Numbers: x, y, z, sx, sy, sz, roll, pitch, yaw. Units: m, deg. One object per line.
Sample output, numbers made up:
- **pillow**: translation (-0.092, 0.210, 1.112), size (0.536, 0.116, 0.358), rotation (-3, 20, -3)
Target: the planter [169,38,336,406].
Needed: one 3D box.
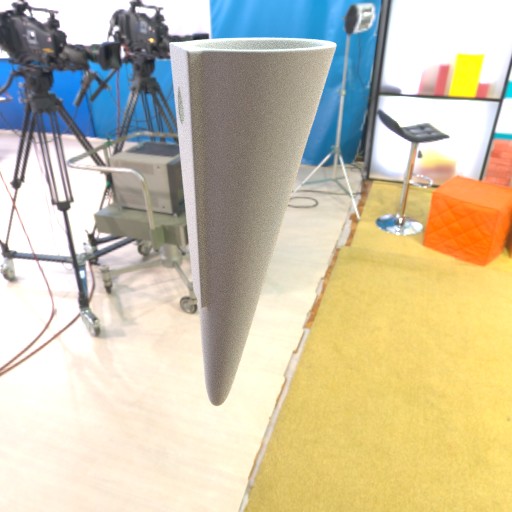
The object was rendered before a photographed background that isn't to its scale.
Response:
- **planter**: translation (0.000, 0.000, 0.223), size (0.064, 0.193, 0.057), rotation (-10, 32, -17)
